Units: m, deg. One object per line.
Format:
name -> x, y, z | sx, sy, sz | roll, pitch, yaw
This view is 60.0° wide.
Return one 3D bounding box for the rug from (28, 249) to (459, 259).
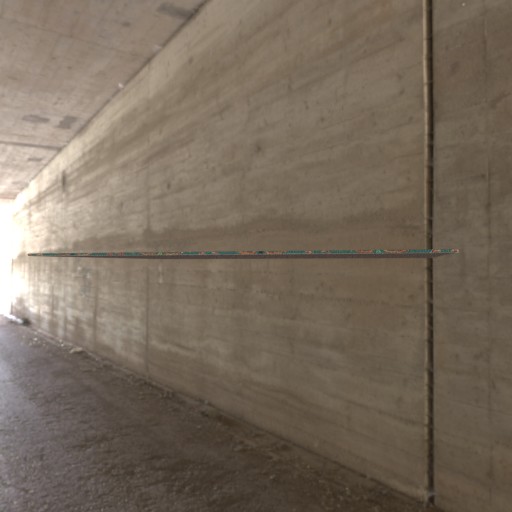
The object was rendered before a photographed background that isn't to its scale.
rug -> 0.000, 0.000, 2.932 | 2.290, 0.016, 1.527 | 0, -1, 18
